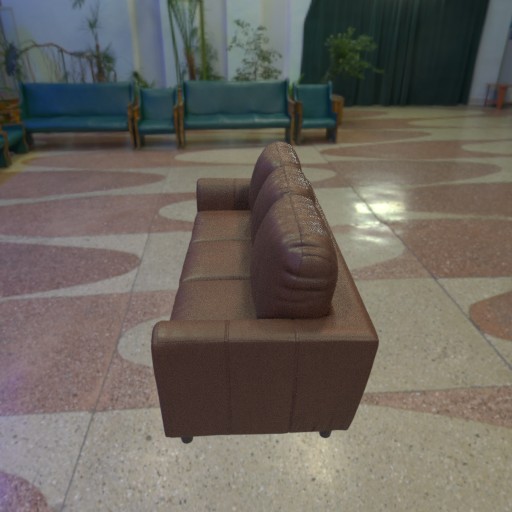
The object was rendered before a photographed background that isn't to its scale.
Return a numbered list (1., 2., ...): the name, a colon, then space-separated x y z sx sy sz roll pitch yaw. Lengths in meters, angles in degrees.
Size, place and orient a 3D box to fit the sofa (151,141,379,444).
1. sofa: 0.000 0.000 2.386 0.802 0.915 1.862 -1 27 -1
